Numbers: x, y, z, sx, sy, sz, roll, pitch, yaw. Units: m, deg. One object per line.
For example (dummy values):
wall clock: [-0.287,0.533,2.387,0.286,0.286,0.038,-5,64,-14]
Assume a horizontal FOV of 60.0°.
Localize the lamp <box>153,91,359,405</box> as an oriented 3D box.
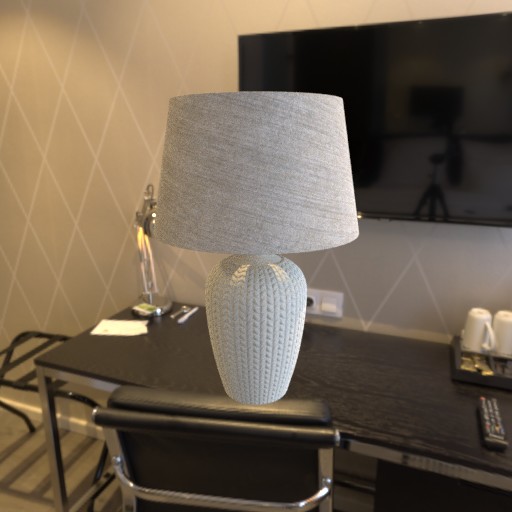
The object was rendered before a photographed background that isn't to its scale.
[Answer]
lamp: [0.000,0.000,0.873,0.390,0.580,0.390,0,15,0]
